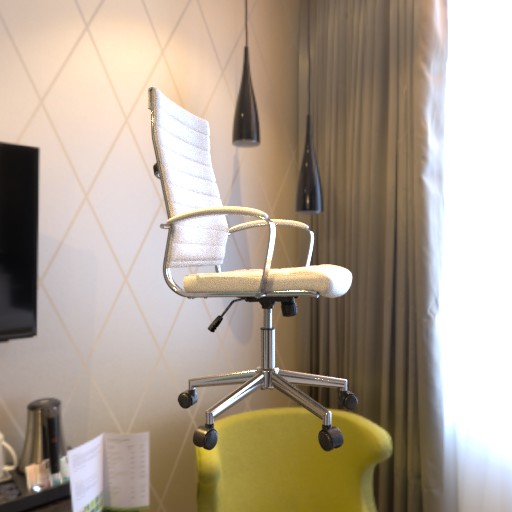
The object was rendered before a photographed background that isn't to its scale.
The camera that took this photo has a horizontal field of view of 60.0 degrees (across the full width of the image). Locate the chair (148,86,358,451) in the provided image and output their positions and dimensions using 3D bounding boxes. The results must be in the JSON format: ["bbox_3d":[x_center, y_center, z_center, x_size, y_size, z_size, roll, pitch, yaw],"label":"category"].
[{"bbox_3d":[0.000,0.000,1.596,0.679,1.149,0.679,0,0,19],"label":"chair"}]
